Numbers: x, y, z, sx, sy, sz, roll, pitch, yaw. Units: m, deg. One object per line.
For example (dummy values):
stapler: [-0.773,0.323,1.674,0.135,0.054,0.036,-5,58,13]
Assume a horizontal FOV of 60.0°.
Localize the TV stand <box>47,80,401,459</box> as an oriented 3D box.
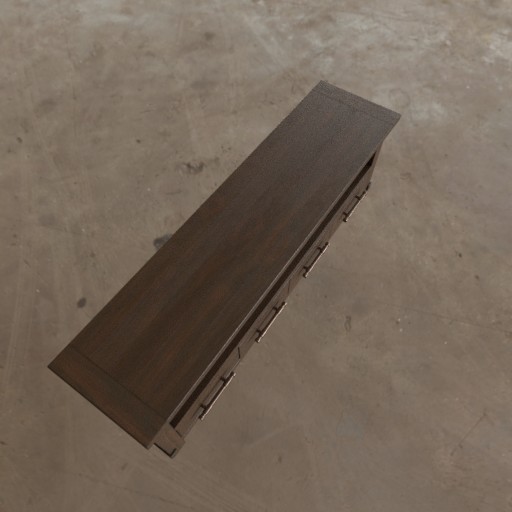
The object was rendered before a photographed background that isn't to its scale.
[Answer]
TV stand: [0.000,0.000,2.120,0.471,0.615,1.866,31,63,17]
